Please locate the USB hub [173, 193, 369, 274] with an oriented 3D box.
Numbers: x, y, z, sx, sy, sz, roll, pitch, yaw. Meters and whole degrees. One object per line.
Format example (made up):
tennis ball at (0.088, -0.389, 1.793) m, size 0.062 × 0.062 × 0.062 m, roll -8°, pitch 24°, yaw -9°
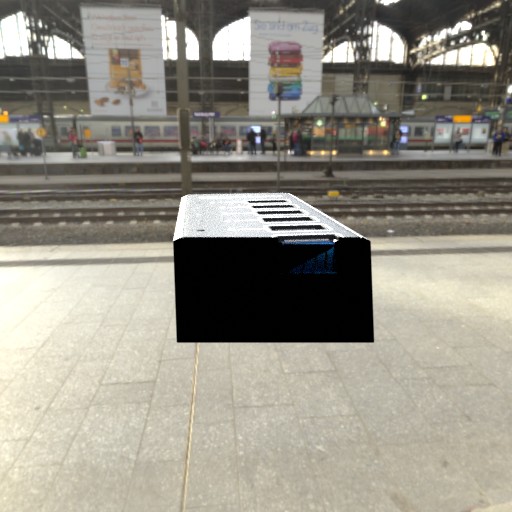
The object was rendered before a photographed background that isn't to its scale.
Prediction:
USB hub at (0.000, 0.000, 0.128) m, size 0.044 × 0.023 × 0.110 m, roll -2°, pitch 15°, yaw -7°
